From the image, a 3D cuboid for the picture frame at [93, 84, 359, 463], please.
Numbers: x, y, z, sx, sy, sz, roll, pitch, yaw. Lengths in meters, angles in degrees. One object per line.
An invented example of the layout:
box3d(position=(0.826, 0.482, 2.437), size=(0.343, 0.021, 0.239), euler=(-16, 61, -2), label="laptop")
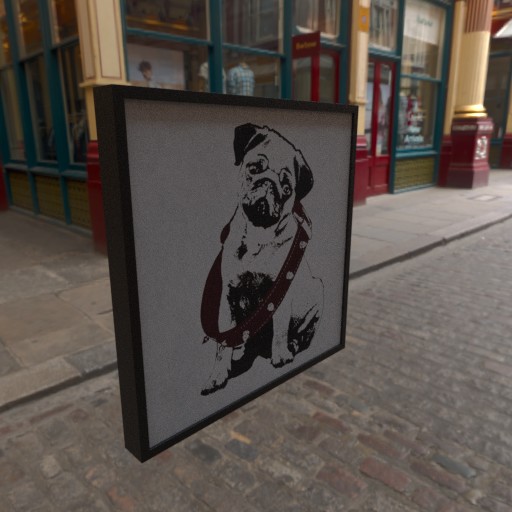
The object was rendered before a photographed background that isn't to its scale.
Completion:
box3d(position=(0.000, 0.000, 0.472), size=(0.317, 0.317, 0.030), euler=(-15, 21, -43), label="picture frame")
